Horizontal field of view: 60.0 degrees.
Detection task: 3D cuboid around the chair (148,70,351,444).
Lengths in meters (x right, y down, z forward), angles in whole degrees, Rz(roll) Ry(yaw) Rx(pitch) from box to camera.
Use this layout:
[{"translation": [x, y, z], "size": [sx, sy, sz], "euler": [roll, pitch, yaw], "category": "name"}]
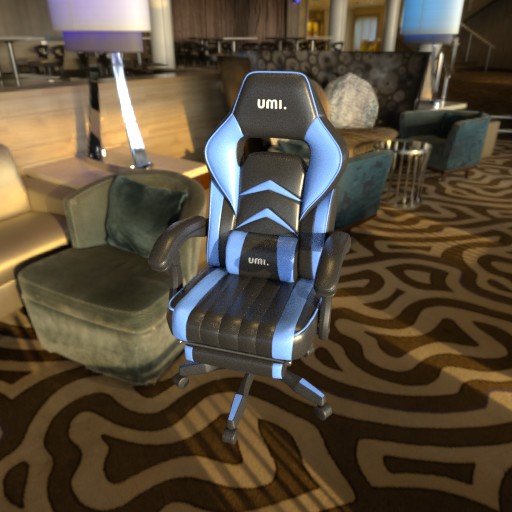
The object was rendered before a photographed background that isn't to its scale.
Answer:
[{"translation": [0.000, 0.000, 1.697], "size": [0.700, 1.280, 0.700], "euler": [8, 27, 15], "category": "chair"}]
